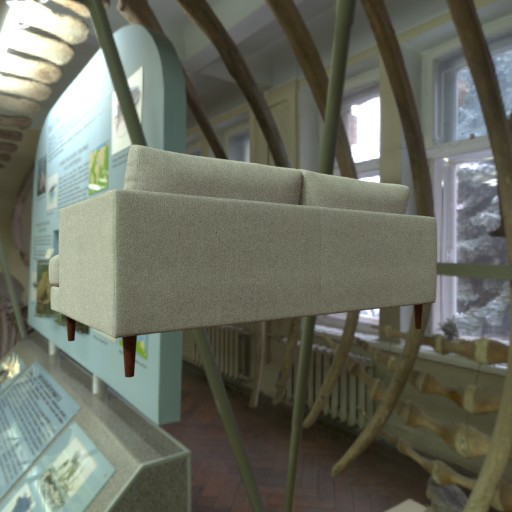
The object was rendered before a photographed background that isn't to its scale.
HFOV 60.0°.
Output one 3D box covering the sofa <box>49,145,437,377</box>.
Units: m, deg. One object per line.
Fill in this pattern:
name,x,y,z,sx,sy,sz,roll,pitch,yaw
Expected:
sofa,0.000,0.000,2.469,1.948,0.868,1.020,0,0,-36
